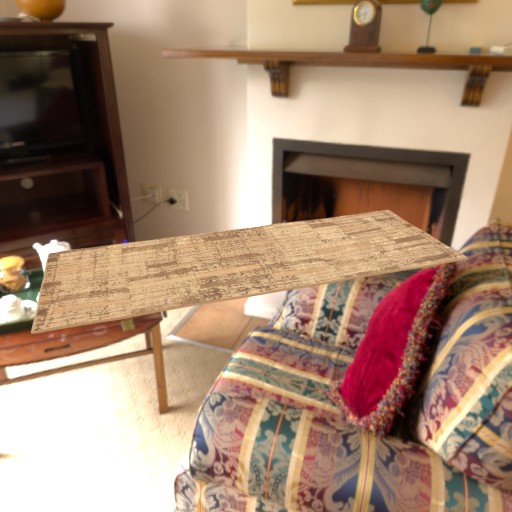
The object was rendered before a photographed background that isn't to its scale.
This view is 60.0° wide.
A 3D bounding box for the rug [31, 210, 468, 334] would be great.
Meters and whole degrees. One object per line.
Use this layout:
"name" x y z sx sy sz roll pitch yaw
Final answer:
"rug" 0.000 0.000 2.657 2.383 0.018 0.857 -8 28 -16
